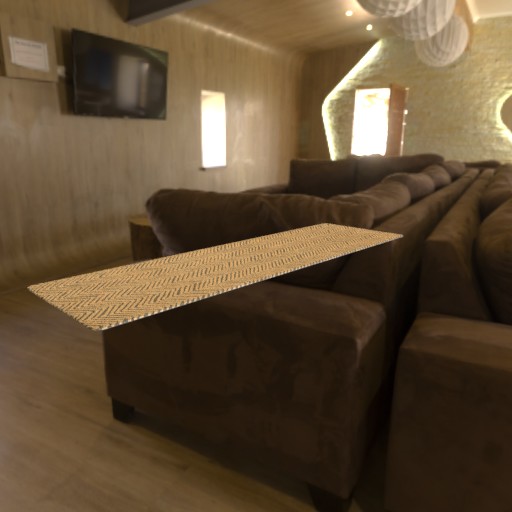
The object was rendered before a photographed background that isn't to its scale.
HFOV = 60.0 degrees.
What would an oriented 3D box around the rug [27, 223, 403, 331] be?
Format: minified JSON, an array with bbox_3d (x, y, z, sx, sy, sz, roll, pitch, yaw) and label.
[{"bbox_3d":[0.000,0.000,2.564,0.686,0.008,2.286,14,20,43],"label":"rug"}]
